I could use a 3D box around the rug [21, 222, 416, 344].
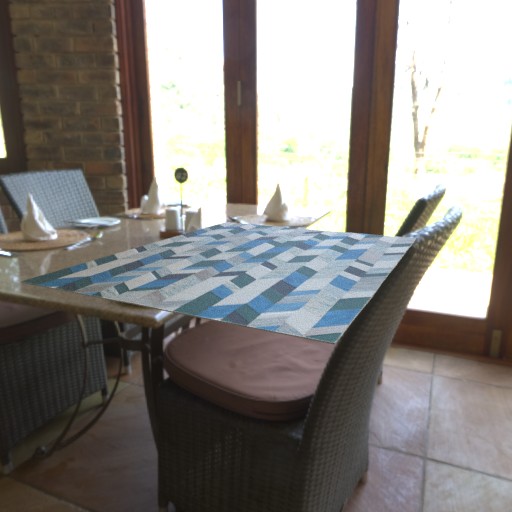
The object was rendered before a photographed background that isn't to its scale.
[{"bbox_3d":[0.000,0.000,4.098,2.440,0.008,3.036,7,15,26],"label":"rug"}]
